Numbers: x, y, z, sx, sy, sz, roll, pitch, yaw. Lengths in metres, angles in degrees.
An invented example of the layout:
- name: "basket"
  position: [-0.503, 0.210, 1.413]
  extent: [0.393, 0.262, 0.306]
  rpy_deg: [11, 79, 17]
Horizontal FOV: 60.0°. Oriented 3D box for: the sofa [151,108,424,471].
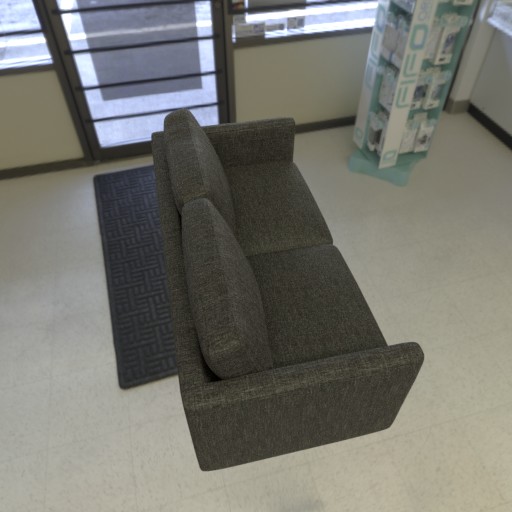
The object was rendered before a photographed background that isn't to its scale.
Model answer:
- name: "sofa"
  position: [0.000, 0.000, 2.411]
  extent: [0.950, 0.963, 1.884]
  rpy_deg: [-9, 47, -9]
